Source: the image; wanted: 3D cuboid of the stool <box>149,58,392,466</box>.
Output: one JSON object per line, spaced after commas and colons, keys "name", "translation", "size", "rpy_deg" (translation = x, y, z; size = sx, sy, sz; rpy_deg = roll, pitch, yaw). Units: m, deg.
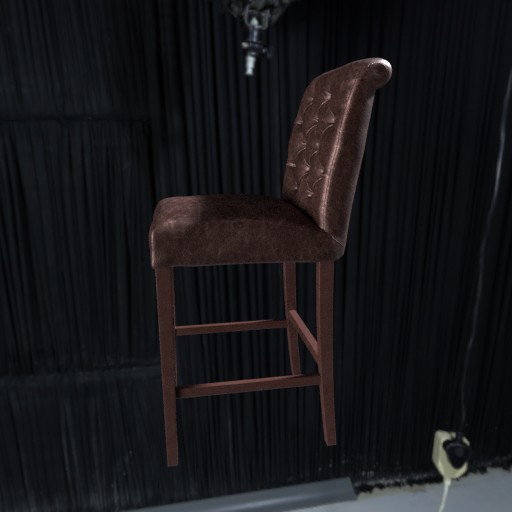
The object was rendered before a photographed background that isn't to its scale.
{"name": "stool", "translation": [0.000, 0.000, 1.461], "size": [0.659, 1.168, 0.483], "rpy_deg": [-3, 16, -10]}
